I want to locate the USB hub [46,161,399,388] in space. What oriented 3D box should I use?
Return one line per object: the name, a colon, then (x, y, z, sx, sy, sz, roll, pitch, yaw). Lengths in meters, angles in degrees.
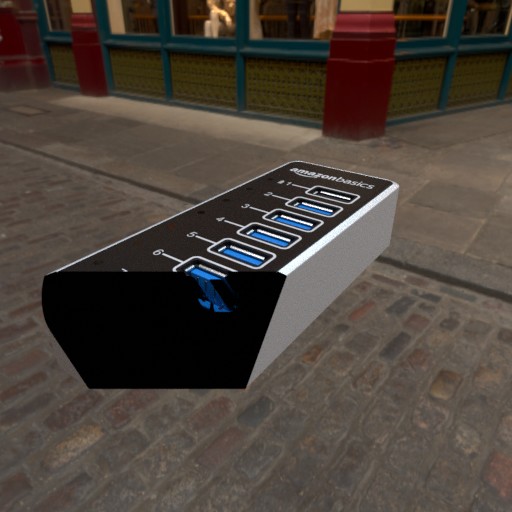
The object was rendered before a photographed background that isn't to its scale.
USB hub: (0.000, 0.000, 0.129, 0.044, 0.023, 0.110, 20, 35, 31)
